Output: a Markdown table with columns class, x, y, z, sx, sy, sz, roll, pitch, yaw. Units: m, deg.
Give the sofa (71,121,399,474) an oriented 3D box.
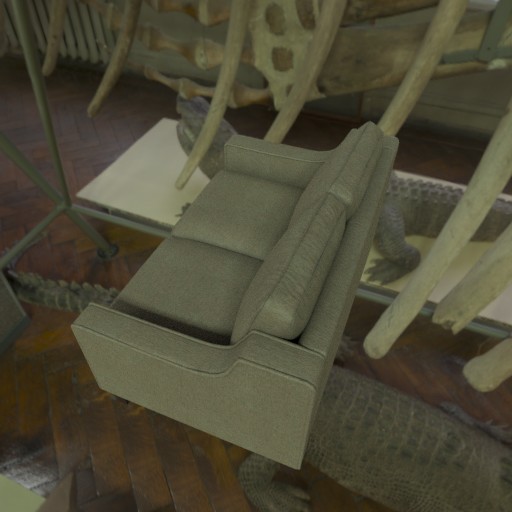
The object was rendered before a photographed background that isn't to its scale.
| class | x | y | z | sx | sy | sz | roll | pitch | yaw |
| --- | --- | --- | --- | --- | --- | --- | --- | --- | --- |
| sofa | 0.000 | 0.000 | 2.141 | 0.985 | 0.981 | 1.503 | 16 | 47 | 15 |
